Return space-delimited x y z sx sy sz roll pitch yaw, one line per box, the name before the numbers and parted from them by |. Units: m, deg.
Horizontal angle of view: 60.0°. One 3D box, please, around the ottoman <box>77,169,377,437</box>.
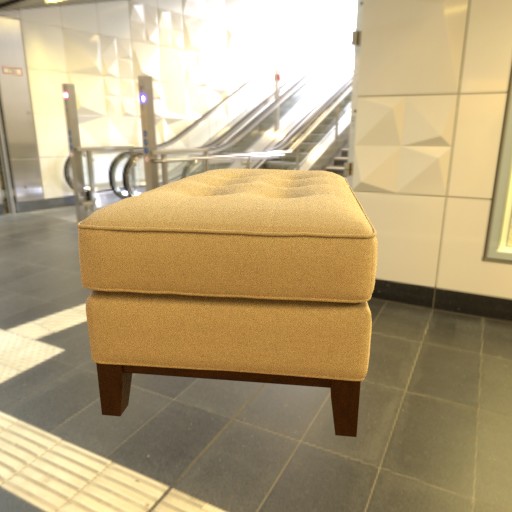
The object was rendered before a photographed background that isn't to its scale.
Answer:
ottoman | 0.000 0.000 1.469 0.648 0.508 1.143 2 16 7
